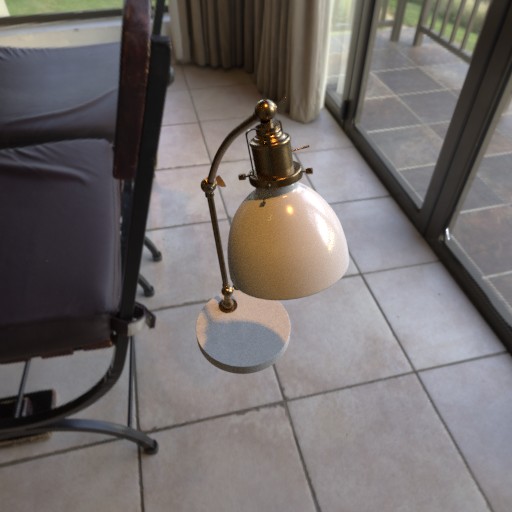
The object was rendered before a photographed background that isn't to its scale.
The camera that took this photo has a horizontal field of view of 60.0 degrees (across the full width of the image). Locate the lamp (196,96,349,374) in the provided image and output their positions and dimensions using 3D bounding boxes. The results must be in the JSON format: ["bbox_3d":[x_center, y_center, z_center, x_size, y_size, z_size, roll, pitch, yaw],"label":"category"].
[{"bbox_3d":[0.000,0.000,0.674,0.186,0.522,0.317,-24,51,-22],"label":"lamp"}]
